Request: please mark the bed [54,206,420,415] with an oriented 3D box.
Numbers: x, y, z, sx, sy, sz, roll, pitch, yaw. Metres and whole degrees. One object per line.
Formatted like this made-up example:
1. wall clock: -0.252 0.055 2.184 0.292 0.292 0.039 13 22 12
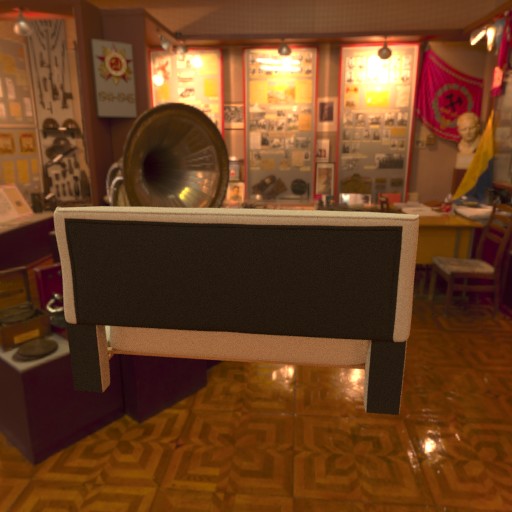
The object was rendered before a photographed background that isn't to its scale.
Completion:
1. bed: 0.000 0.000 3.366 1.840 1.067 2.368 2 15 7
